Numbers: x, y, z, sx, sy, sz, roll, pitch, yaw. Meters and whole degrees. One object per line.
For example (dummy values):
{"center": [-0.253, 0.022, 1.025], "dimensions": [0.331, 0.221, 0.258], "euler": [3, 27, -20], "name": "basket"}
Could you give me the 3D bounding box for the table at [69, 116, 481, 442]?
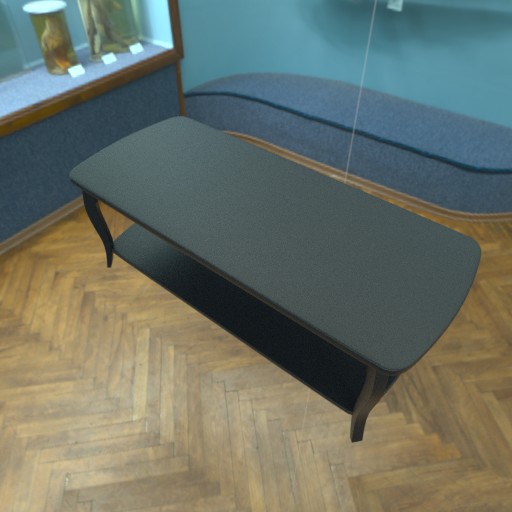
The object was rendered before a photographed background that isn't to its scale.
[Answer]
{"center": [0.000, 0.000, 1.583], "dimensions": [1.333, 0.457, 0.571], "euler": [29, 52, 26], "name": "table"}
